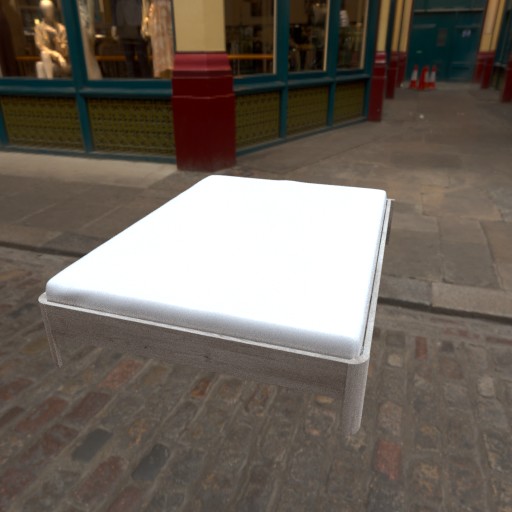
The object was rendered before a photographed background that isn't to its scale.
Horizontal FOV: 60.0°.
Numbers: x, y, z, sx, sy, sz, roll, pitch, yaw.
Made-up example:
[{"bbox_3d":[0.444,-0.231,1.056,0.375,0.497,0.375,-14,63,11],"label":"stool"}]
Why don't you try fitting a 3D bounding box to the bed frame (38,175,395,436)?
[{"bbox_3d":[0.000,0.000,2.631,1.490,0.462,1.950,8,27,16],"label":"bed frame"}]
